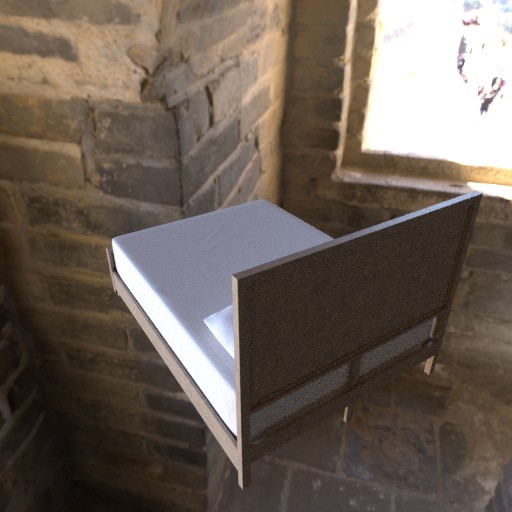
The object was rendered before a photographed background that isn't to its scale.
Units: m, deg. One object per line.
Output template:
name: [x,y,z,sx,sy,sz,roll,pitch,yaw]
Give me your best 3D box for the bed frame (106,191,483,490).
bed frame: [0.000,0.000,3.239,1.606,1.369,2.189,-18,35,-28]
